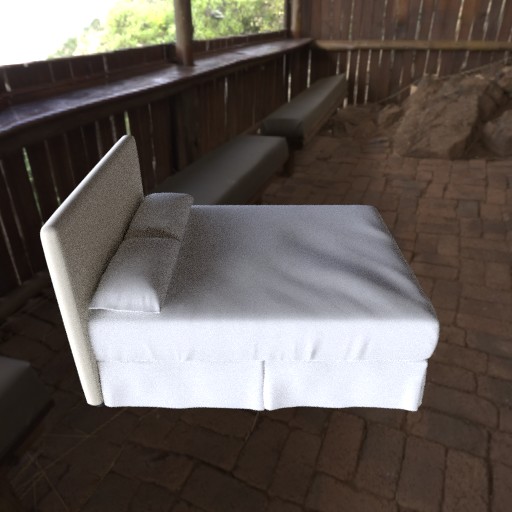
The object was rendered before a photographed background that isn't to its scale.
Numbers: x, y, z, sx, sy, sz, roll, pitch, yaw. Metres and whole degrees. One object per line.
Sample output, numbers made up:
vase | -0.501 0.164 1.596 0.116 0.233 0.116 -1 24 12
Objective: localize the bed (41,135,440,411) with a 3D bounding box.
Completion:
bed | 0.000 0.000 3.192 2.147 1.330 1.714 0 31 0
